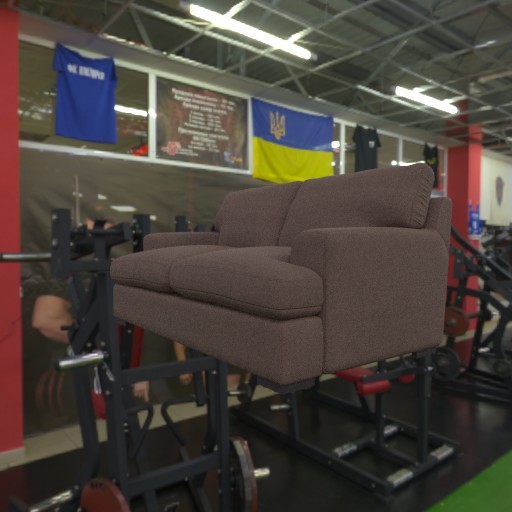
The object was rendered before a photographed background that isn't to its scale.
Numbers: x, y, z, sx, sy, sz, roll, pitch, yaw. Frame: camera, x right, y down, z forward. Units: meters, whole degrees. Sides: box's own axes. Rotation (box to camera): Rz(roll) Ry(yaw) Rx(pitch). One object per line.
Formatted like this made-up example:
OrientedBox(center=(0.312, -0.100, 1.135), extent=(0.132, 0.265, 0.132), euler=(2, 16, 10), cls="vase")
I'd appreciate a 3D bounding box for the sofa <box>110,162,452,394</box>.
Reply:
OrientedBox(center=(0.000, 0.000, 2.606), extent=(1.140, 0.950, 1.869), euler=(-2, 3, -37), cls="sofa")
